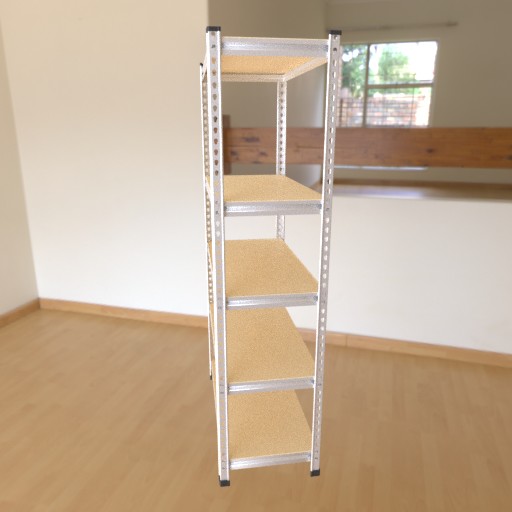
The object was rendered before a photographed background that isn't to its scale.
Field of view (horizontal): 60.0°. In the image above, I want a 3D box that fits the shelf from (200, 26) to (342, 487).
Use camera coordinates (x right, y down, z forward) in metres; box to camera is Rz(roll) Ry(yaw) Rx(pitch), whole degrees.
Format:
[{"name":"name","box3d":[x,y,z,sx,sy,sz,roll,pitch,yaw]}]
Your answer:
[{"name":"shelf","box3d":[0.000,0.000,2.152,0.457,1.829,0.914,-2,16,-8]}]
